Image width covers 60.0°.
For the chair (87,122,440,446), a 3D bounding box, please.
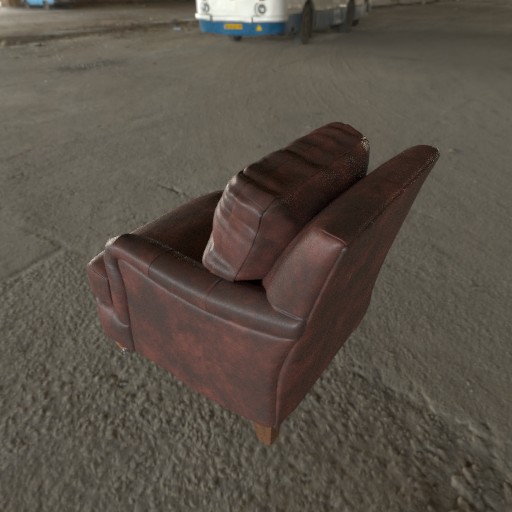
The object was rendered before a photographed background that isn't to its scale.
[{"bbox_3d":[0.000,0.000,1.927,1.156,1.051,0.987,20,37,29],"label":"chair"}]
